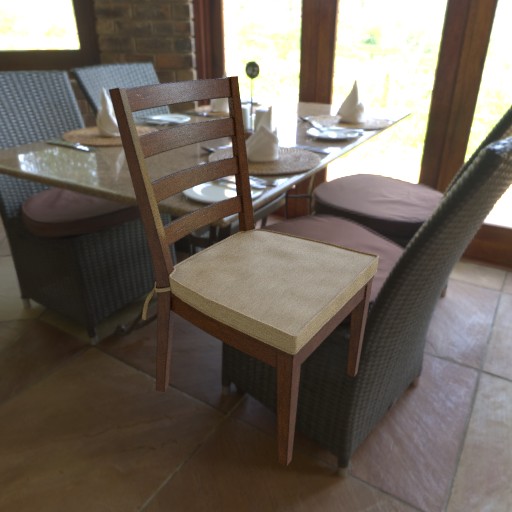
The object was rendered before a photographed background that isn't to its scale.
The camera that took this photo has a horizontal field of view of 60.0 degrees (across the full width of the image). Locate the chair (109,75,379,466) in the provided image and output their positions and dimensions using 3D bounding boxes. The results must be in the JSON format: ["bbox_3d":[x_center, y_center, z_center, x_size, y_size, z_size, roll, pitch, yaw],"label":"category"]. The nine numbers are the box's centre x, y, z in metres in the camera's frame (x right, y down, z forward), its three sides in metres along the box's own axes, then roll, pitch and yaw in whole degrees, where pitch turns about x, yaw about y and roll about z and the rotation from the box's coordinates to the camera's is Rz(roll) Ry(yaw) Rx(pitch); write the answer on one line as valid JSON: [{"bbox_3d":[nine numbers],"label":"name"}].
[{"bbox_3d":[0.000,0.000,1.359,0.595,0.979,0.593,18,31,31],"label":"chair"}]
